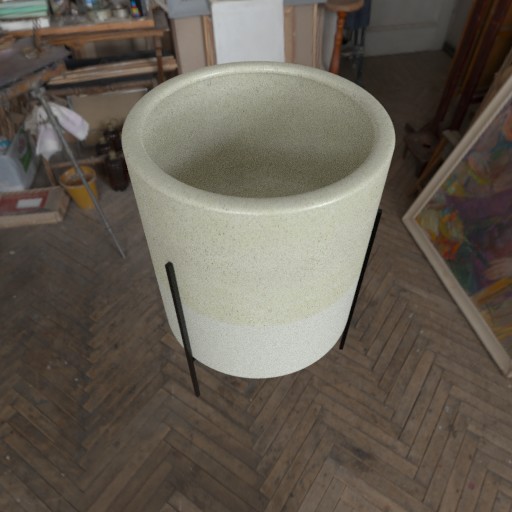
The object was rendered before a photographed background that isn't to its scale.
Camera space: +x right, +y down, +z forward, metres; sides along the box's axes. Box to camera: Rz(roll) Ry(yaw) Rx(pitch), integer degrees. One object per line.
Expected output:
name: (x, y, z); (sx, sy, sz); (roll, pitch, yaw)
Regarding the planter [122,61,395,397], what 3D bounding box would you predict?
planter: (0.000, 0.000, 0.708); (0.324, 0.483, 0.333); (32, 56, 26)
